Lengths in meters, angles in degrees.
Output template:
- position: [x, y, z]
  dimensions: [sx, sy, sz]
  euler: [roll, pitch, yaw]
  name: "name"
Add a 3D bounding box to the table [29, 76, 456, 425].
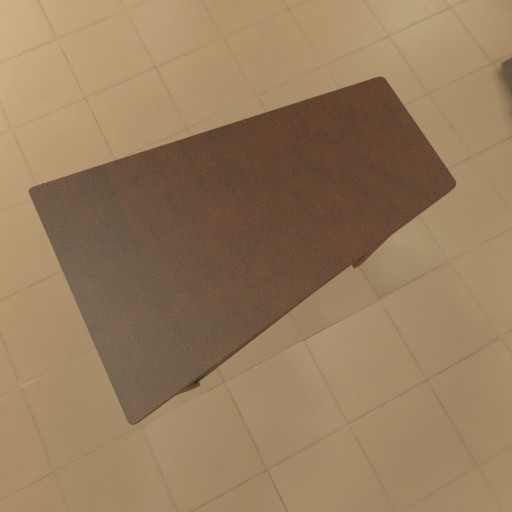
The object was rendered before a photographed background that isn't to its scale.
- position: [0.000, 0.000, 0.975]
  dimensions: [0.605, 0.589, 0.399]
  euler: [-27, 77, -7]
  name: "table"
